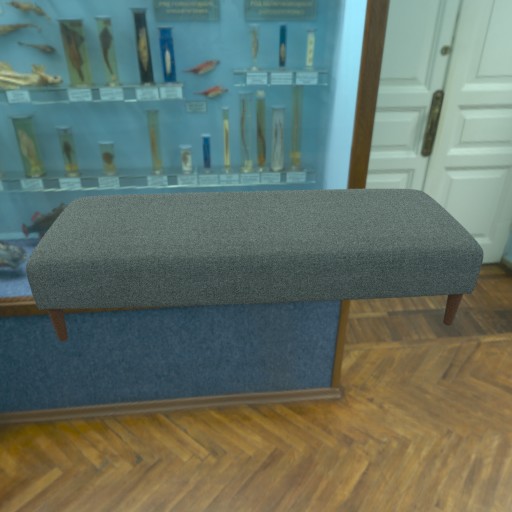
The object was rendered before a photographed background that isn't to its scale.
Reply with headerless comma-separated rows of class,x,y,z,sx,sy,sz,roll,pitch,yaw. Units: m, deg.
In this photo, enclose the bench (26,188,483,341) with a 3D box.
bench,0.000,0.000,1.852,1.598,0.384,0.631,-2,30,-3
